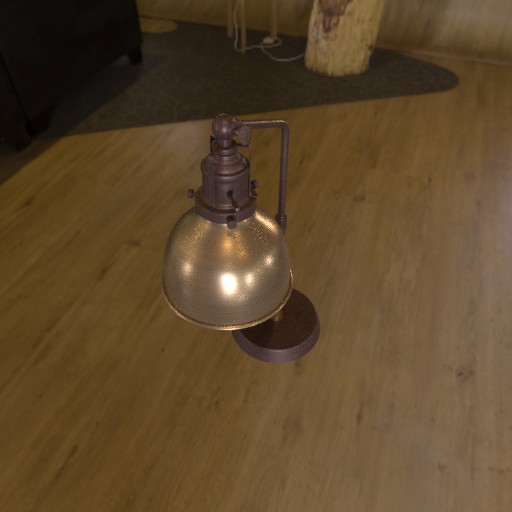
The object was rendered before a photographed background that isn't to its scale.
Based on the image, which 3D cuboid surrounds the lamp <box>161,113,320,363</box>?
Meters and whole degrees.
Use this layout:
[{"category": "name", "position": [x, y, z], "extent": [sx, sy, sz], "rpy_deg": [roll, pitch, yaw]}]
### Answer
[{"category": "lamp", "position": [0.000, 0.000, 0.619], "extent": [0.175, 0.469, 0.298], "rpy_deg": [28, 51, 25]}]
